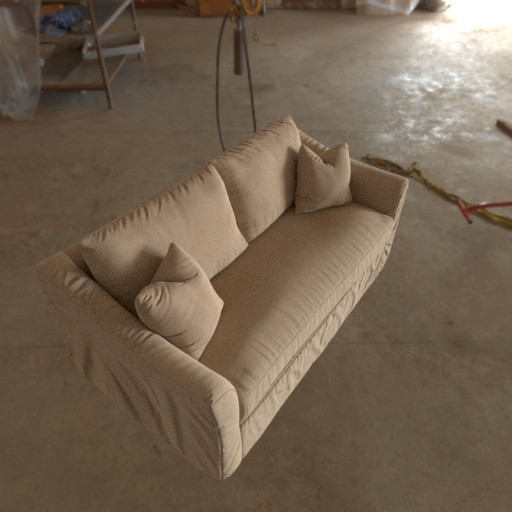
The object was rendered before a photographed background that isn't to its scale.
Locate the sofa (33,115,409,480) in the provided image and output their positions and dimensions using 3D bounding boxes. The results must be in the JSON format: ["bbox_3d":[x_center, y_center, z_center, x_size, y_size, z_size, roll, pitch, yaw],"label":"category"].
[{"bbox_3d":[0.000,0.000,2.583,1.072,1.018,2.010,25,46,26],"label":"sofa"}]
